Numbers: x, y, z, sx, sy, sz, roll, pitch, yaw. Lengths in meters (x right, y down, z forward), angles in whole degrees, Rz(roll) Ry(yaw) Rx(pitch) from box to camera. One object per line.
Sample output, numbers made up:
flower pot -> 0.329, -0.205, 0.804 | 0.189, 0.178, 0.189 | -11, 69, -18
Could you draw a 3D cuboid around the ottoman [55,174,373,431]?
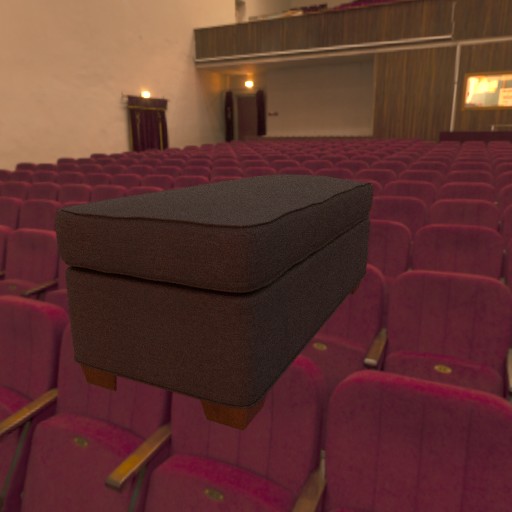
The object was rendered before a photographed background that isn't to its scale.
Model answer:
ottoman -> 0.000, 0.000, 1.408 | 0.515, 0.460, 1.110 | 7, 16, 25
